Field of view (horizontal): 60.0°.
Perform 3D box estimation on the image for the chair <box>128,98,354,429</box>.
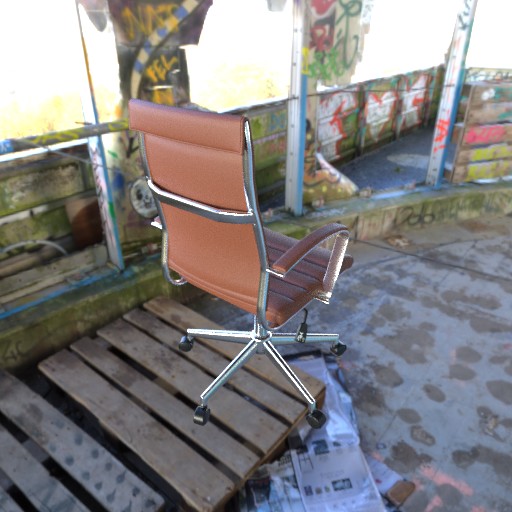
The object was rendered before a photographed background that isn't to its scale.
[{"bbox_3d":[0.000,0.000,1.646,0.766,1.149,0.739,21,35,33],"label":"chair"}]
